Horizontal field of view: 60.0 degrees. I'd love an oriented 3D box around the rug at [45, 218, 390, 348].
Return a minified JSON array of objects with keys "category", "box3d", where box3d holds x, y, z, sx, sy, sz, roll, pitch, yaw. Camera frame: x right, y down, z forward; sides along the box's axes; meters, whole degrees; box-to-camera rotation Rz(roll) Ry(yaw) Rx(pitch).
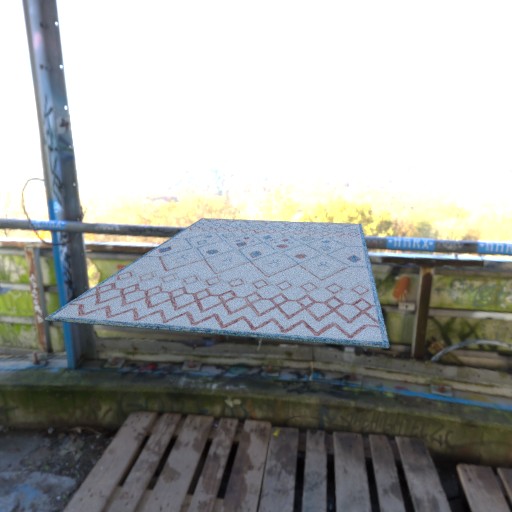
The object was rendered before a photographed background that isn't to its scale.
[{"category":"rug","box3d":[0.000,0.000,3.047,1.524,0.015,2.438,3,16,10]}]
